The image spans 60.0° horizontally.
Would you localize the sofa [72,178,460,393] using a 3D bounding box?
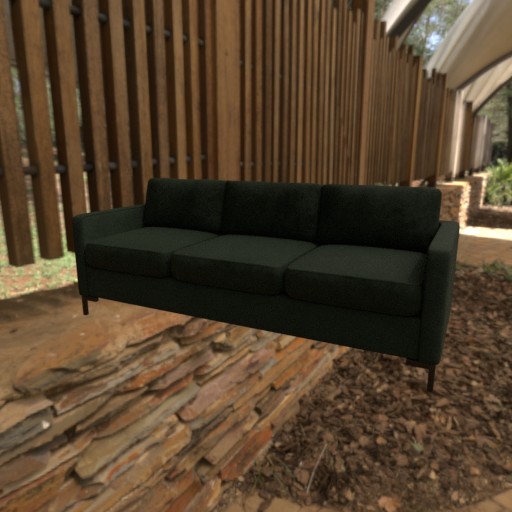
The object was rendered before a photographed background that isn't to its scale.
[{"bbox_3d":[0.000,0.000,2.722,2.218,0.870,0.859,7,15,26],"label":"sofa"}]
